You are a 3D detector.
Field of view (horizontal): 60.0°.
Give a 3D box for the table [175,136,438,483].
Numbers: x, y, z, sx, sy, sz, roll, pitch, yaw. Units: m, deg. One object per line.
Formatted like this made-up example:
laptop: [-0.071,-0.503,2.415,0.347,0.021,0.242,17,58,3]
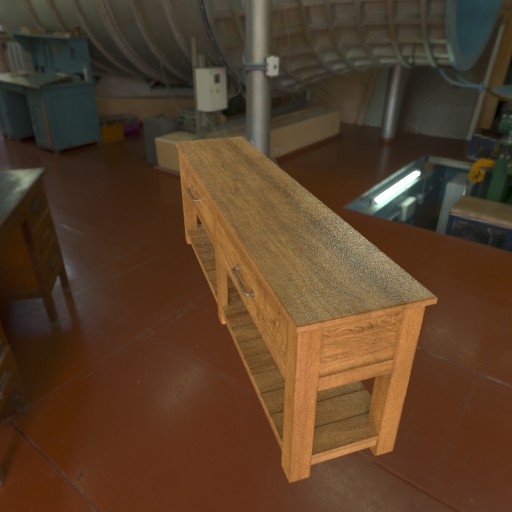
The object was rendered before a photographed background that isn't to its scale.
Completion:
table: [0.000,0.000,2.033,0.425,0.635,1.815,-9,30,-16]
